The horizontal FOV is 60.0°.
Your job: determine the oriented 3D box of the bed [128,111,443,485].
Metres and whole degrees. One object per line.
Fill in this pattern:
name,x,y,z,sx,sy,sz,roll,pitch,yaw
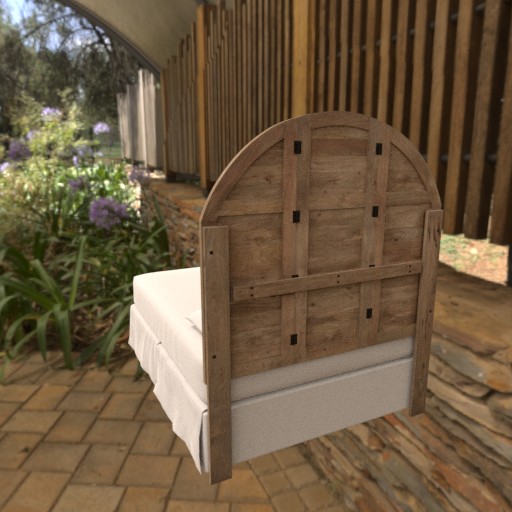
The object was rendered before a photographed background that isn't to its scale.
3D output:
bed,0.000,0.000,3.483,1.713,2.002,2.112,-6,14,-26
